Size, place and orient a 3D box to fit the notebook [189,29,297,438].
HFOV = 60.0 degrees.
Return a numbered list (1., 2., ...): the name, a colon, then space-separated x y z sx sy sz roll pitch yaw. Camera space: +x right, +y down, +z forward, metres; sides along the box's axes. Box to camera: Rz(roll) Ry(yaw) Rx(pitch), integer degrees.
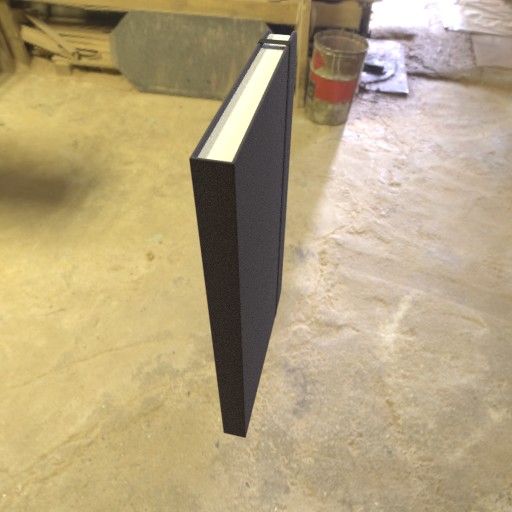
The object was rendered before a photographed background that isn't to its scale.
1. notebook: 0.000 0.000 0.260 0.016 0.213 0.127 9 46 9
